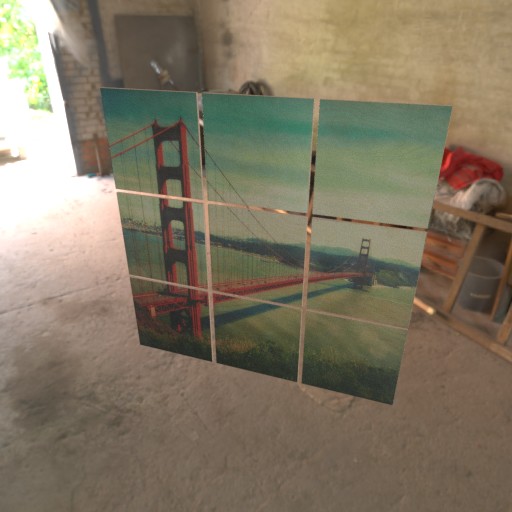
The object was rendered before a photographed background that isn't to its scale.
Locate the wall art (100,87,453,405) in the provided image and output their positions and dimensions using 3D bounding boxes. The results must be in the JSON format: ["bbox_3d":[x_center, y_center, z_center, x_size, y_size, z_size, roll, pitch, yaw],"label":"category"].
[{"bbox_3d":[0.000,0.000,2.191,1.519,1.507,0.014,9,29,17],"label":"wall art"}]
